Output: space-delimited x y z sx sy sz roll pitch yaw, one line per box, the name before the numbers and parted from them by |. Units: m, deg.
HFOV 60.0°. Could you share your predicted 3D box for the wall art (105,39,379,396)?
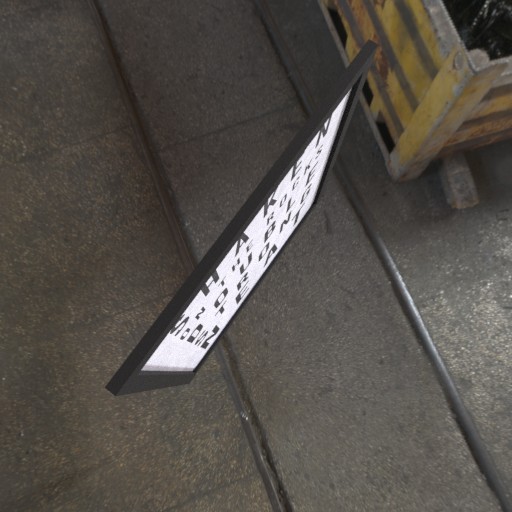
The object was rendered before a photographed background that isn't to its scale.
wall art | 0.000 0.000 0.667 0.013 0.458 0.456 34 78 8
